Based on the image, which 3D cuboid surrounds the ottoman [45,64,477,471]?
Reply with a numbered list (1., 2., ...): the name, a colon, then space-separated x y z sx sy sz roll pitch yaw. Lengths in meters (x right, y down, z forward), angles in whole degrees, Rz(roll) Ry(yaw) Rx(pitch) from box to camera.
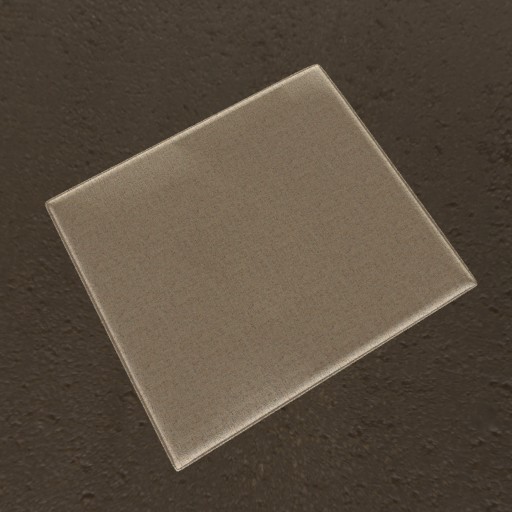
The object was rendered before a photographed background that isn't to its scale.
1. ottoman: 0.000 0.000 1.239 0.835 0.303 0.736 -29 77 -8
